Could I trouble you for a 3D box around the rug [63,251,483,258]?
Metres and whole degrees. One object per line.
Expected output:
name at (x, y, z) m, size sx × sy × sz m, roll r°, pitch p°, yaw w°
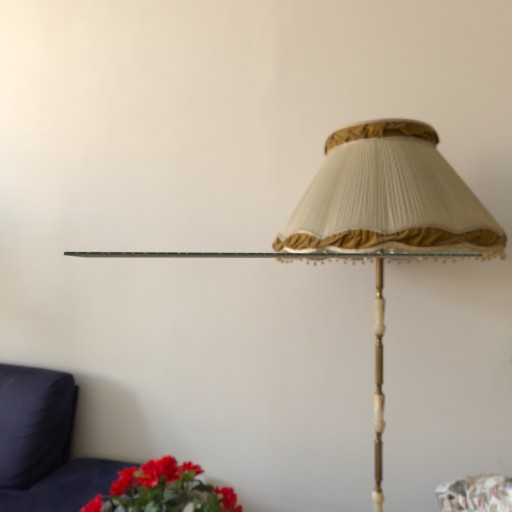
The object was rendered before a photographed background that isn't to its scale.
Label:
rug at (0.000, 0.000, 2.858) m, size 2.144 × 0.015 × 1.543 m, roll 0°, pitch -1°, yaw -18°
